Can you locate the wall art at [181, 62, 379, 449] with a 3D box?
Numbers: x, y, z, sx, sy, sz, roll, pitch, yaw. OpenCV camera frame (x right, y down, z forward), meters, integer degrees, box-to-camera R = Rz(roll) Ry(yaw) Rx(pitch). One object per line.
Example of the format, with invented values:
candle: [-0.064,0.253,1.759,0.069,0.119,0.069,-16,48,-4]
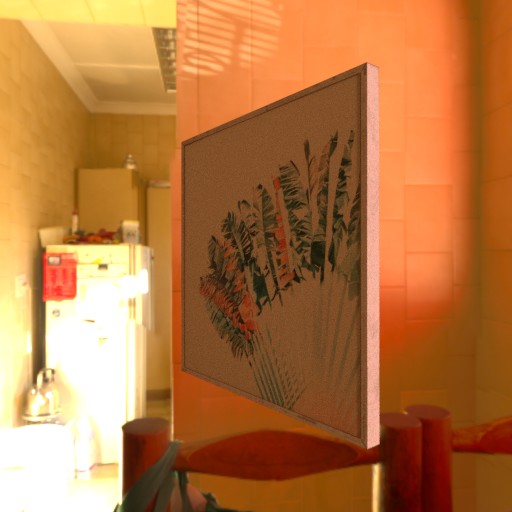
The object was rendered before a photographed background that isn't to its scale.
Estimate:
wall art: [0.000,0.000,1.179,0.038,0.757,0.760,0,0,-38]
